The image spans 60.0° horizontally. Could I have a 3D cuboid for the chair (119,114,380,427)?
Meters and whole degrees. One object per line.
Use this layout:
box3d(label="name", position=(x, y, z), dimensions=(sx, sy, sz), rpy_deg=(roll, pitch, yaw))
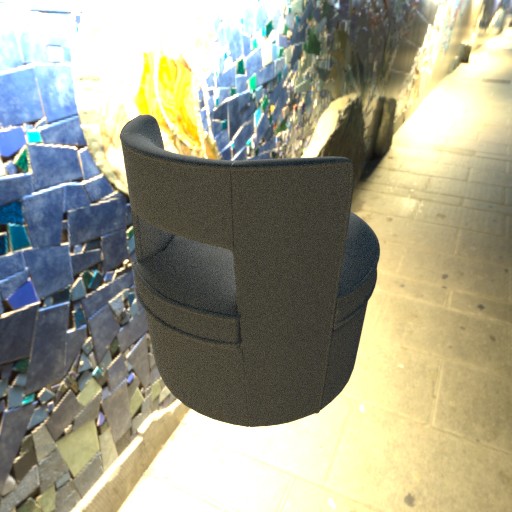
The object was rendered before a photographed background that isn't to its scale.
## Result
box3d(label="chair", position=(0.000, 0.000, 1.219), dimensions=(0.650, 0.723, 0.665), rpy_deg=(22, 37, 33))
